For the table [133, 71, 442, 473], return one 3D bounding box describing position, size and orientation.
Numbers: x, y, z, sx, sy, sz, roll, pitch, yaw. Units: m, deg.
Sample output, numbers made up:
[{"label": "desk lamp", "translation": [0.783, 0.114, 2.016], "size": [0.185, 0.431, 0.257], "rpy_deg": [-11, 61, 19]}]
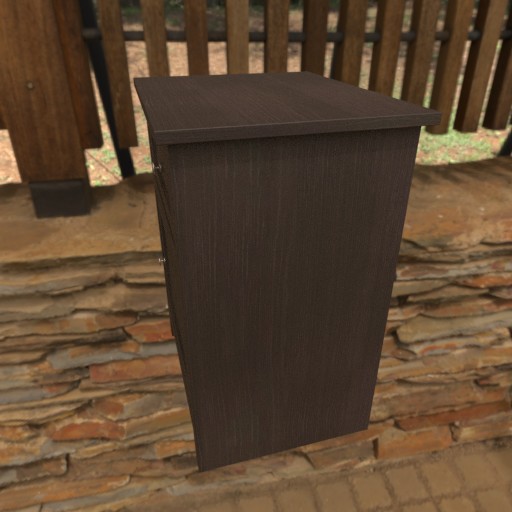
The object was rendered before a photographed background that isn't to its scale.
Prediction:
[{"label": "table", "translation": [0.000, 0.000, 0.902], "size": [0.381, 0.635, 0.480], "rpy_deg": [-8, 30, -14]}]
